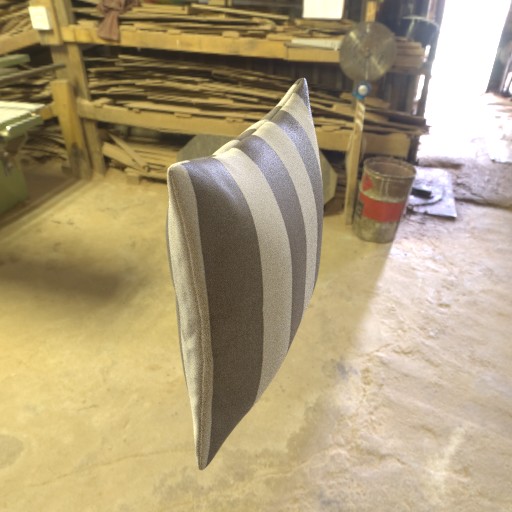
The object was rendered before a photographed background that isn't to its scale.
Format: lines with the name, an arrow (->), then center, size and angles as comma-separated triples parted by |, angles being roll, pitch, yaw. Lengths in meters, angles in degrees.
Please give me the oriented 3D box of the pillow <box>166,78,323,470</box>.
pillow -> 0.000, 0.000, 0.779 | 0.192, 0.507, 0.522 | 11, 33, 17
